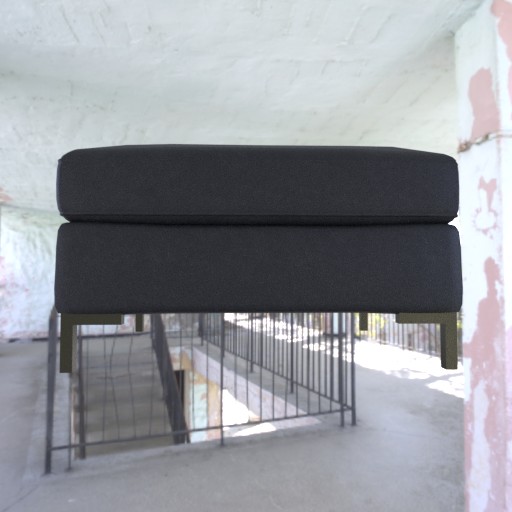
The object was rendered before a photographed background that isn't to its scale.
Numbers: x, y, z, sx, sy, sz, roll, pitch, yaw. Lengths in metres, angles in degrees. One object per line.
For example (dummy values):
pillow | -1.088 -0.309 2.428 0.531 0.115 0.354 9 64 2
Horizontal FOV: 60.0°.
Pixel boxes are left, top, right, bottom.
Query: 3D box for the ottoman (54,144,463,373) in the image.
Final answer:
ottoman | 0.000 0.000 1.740 1.187 0.696 0.967 0 -2 -2
